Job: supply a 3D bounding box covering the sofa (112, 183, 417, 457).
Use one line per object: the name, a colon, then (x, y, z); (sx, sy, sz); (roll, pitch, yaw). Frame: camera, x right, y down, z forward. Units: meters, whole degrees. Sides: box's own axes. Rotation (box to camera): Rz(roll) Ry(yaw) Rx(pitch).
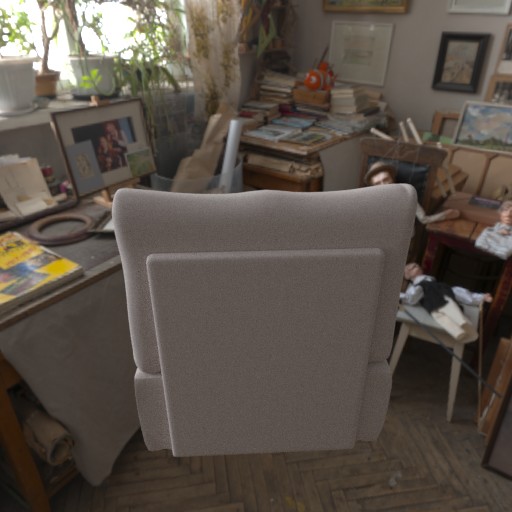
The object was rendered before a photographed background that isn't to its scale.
sofa: (0.000, 0.000, 1.540); (0.700, 0.820, 1.000); (-1, 29, -3)
